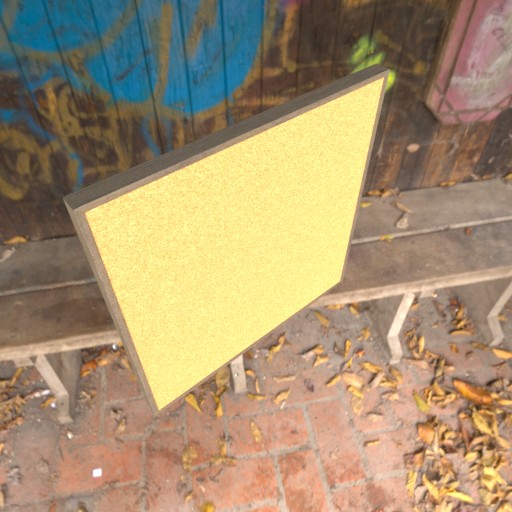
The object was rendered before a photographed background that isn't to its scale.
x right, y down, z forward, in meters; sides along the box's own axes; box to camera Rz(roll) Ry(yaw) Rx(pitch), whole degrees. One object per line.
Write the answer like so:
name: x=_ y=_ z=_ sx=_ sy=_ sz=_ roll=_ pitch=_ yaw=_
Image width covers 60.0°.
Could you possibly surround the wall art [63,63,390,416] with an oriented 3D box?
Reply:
wall art: x=0.000 y=0.000 z=1.129 sx=0.758 sy=0.758 sz=0.039 roll=-31 pitch=54 yaw=-26
